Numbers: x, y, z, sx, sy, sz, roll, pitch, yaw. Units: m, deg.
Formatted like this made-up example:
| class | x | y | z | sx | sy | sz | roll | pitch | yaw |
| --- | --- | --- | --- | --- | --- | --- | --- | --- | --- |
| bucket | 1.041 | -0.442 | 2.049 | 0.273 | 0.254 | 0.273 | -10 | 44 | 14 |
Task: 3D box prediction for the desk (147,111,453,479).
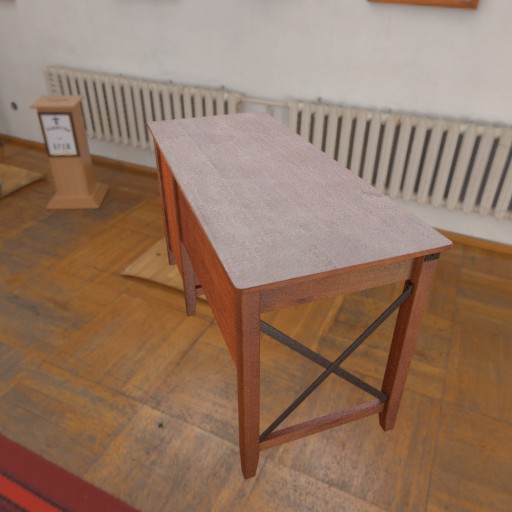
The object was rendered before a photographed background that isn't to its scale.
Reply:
| class | x | y | z | sx | sy | sz | roll | pitch | yaw |
| --- | --- | --- | --- | --- | --- | --- | --- | --- | --- |
| desk | 0.000 | 0.000 | 1.757 | 0.574 | 0.756 | 1.353 | -11 | 34 | -17 |
